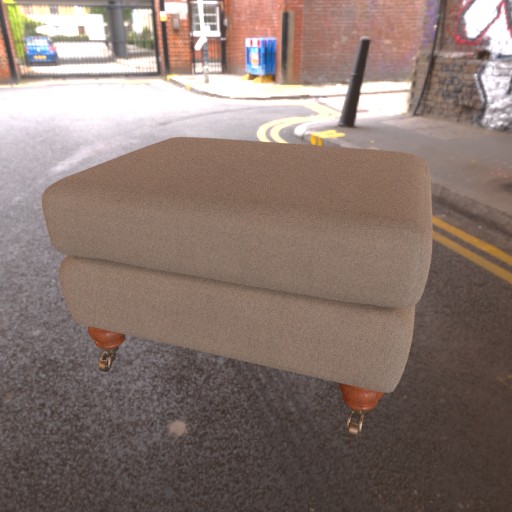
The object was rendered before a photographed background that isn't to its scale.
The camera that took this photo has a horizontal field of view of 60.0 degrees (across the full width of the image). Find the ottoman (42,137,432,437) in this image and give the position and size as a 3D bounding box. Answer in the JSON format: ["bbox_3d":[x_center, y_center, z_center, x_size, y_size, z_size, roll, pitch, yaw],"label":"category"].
[{"bbox_3d":[0.000,0.000,1.105,0.773,0.504,0.569,9,27,17],"label":"ottoman"}]
